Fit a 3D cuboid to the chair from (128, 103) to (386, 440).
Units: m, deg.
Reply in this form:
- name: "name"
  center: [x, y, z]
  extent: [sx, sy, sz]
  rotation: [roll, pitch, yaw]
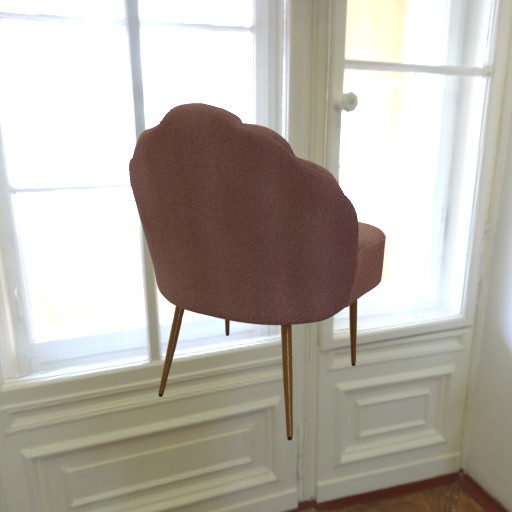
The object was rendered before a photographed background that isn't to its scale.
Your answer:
- name: "chair"
  center: [0.000, 0.000, 1.302]
  extent: [0.657, 0.819, 0.599]
  rotation: [8, 17, 27]
